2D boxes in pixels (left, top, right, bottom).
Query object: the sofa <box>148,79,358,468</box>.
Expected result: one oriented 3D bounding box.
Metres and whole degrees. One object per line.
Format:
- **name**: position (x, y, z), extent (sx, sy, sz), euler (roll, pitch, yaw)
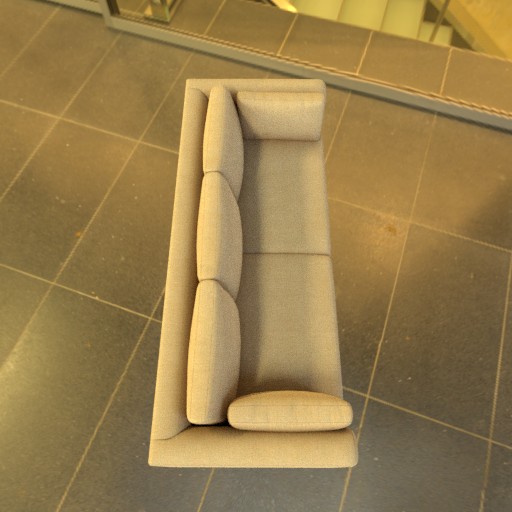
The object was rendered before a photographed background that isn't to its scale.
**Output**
- **sofa**: position (0.000, 0.000, 2.808), extent (0.969, 0.867, 2.415), euler (0, 64, 0)
